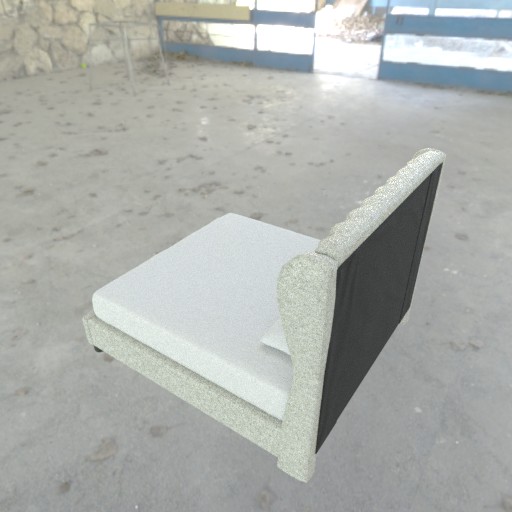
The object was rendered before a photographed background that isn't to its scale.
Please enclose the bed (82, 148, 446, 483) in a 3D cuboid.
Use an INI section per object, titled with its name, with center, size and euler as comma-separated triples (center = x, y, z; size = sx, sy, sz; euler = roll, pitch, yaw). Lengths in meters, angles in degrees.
[bed]
center = 0.000, 0.000, 3.884
size = 2.347, 1.771, 2.219
euler = 20, 37, 29
